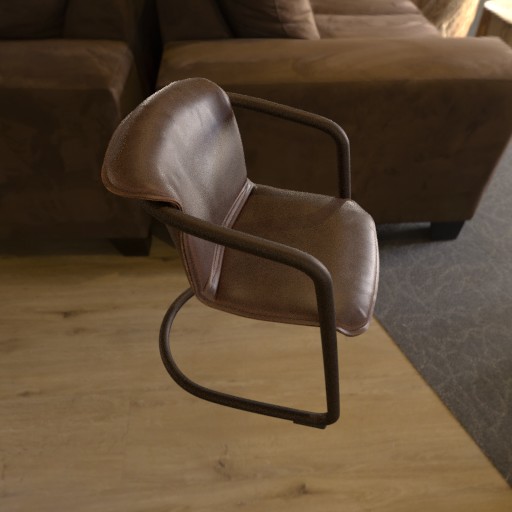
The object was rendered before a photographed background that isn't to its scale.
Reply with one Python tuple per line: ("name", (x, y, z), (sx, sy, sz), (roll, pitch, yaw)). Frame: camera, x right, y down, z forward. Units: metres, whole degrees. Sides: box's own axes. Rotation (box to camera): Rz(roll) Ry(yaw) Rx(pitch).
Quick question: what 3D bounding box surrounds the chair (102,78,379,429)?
("chair", (0.000, 0.000, 1.229), (0.664, 0.836, 0.536), (9, 47, 8))
